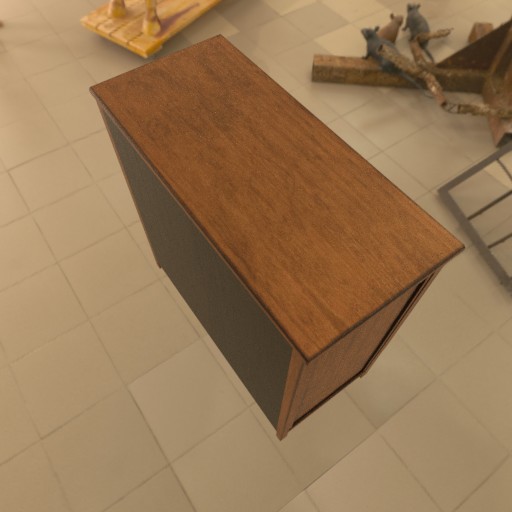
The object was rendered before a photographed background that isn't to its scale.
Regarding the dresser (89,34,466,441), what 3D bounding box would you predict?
[{"bbox_3d":[0.000,0.000,1.935,0.591,1.224,1.250,-31,63,-18],"label":"dresser"}]
